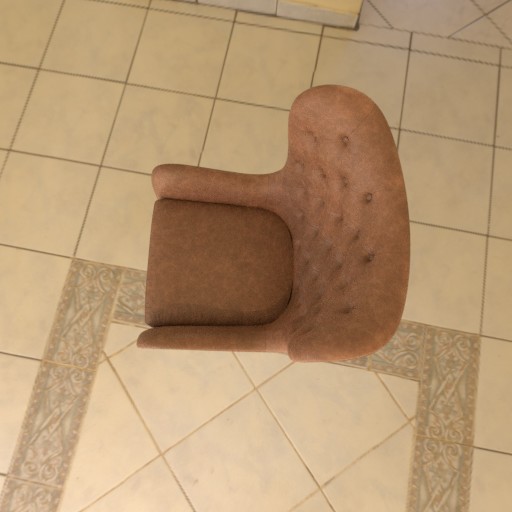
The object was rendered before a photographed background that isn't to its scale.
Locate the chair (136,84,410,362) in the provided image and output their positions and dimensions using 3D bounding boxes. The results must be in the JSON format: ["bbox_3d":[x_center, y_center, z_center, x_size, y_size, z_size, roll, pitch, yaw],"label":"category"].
[{"bbox_3d":[0.000,0.000,1.760,0.930,1.079,0.831,1,76,0],"label":"chair"}]
